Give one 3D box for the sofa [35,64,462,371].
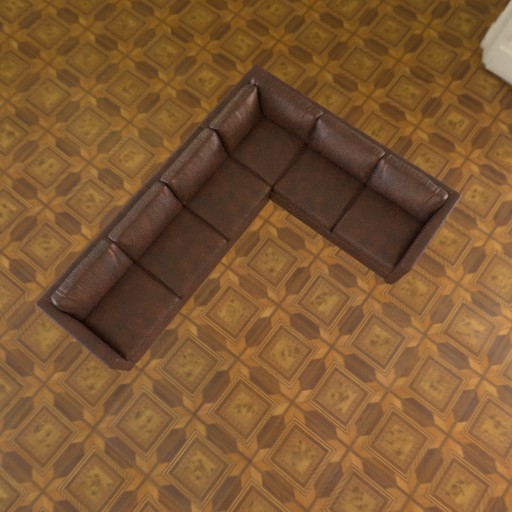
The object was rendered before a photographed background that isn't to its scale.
[{"bbox_3d":[0.000,0.000,4.232,2.438,0.836,3.152,36,77,10],"label":"sofa"}]
